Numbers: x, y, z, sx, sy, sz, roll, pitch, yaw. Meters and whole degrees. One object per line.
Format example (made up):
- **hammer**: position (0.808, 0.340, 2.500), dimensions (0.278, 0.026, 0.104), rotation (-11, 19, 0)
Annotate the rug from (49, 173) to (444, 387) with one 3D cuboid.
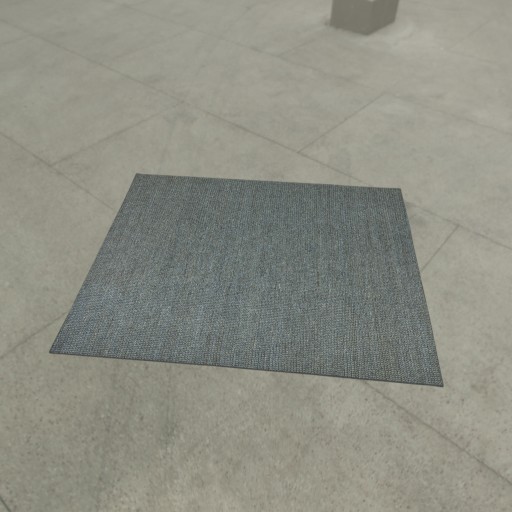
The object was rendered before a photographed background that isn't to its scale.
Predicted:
- **rug**: position (0.000, 0.000, 4.257), dimensions (3.068, 0.021, 2.456), rotation (4, 46, 4)
